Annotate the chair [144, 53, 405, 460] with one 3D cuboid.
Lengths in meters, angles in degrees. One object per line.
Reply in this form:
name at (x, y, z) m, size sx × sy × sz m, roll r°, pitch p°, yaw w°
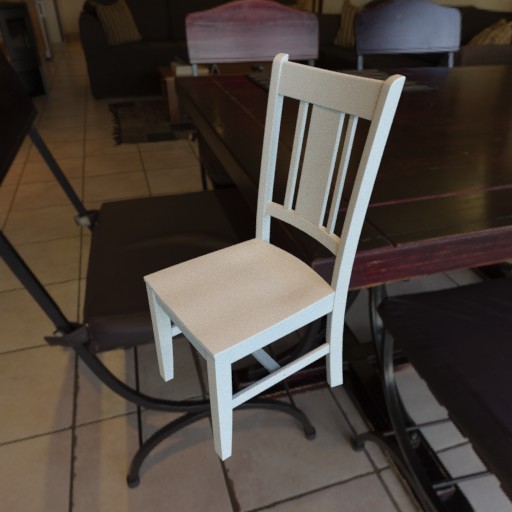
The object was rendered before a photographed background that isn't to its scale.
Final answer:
chair at (0.000, 0.000, 1.291) m, size 0.555 × 0.998 × 0.450 m, roll -21°, pitch 38°, yaw -30°
